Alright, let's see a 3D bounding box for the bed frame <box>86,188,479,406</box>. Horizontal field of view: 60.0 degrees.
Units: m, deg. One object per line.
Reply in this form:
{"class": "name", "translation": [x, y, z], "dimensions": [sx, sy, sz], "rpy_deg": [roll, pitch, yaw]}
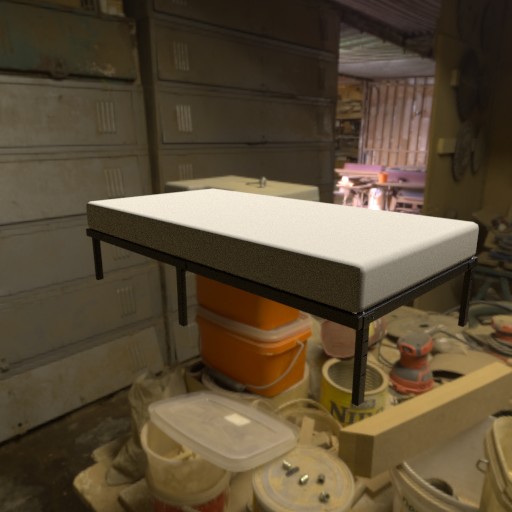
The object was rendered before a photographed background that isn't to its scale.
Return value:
{"class": "bed frame", "translation": [0.000, 0.000, 3.280], "dimensions": [1.393, 0.680, 2.635], "rpy_deg": [-15, 21, -43]}
